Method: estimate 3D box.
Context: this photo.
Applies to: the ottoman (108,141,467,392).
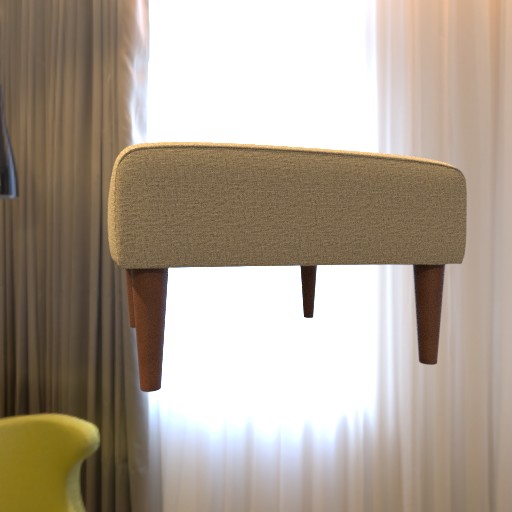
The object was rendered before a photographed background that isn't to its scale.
[{"bbox_3d":[0.000,0.000,1.027,0.649,0.398,0.650,0,1,-17],"label":"ottoman"}]
